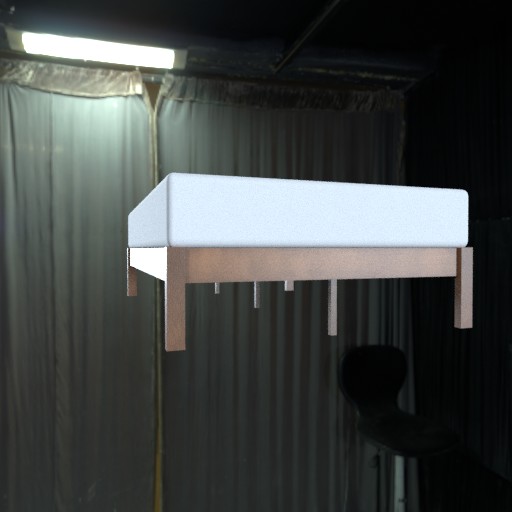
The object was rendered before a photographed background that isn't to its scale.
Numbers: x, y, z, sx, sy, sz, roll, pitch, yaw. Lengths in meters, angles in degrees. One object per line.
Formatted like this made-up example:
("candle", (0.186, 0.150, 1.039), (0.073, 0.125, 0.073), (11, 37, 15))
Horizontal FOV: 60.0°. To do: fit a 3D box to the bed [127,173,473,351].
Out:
("bed", (0.000, 0.000, 2.644), (1.348, 0.616, 1.927), (0, 1, -20))
